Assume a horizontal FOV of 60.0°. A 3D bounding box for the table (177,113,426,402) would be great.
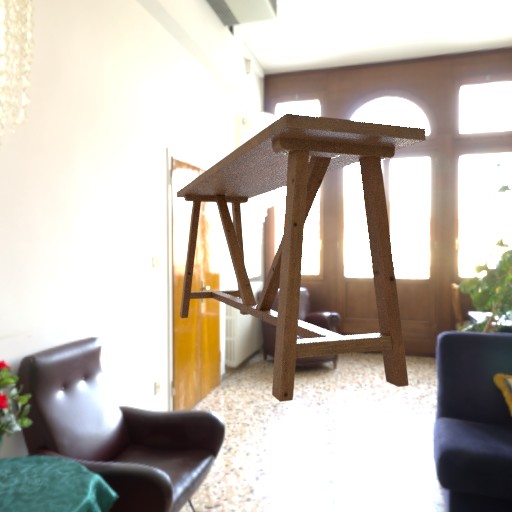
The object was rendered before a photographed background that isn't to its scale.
[{"bbox_3d":[0.000,0.000,2.134,0.465,0.810,1.800,0,1,-19],"label":"table"}]
